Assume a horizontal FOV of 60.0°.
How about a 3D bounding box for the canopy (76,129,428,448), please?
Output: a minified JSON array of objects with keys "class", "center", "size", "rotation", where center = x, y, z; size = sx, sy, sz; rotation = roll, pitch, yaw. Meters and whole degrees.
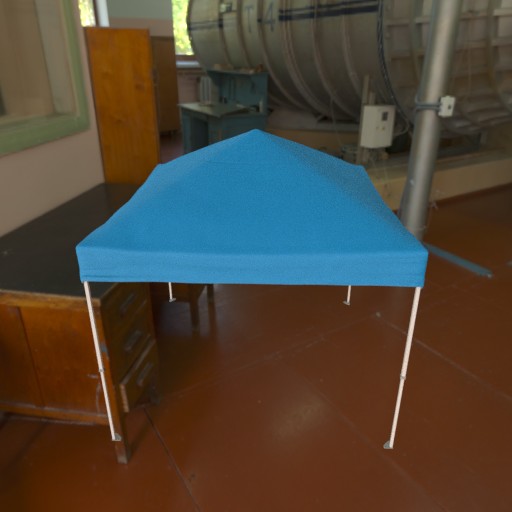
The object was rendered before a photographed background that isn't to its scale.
[{"class":"canopy","center":[0.000,0.000,5.374],"size":[2.998,2.997,2.996],"rotation":[1,25,2]}]
